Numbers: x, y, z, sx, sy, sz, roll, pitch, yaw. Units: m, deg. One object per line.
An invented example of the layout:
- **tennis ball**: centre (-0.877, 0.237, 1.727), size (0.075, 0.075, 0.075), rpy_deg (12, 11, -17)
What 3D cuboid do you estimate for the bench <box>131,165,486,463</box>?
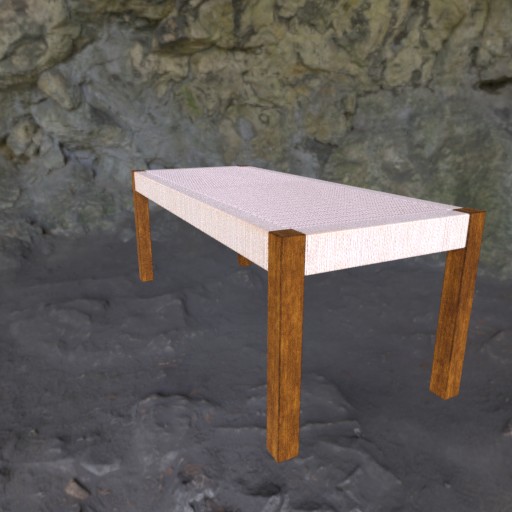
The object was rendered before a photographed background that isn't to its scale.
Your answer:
- **bench**: centre (0.000, 0.000, 1.421), size (0.507, 0.457, 1.198), rpy_deg (-8, 19, -25)
